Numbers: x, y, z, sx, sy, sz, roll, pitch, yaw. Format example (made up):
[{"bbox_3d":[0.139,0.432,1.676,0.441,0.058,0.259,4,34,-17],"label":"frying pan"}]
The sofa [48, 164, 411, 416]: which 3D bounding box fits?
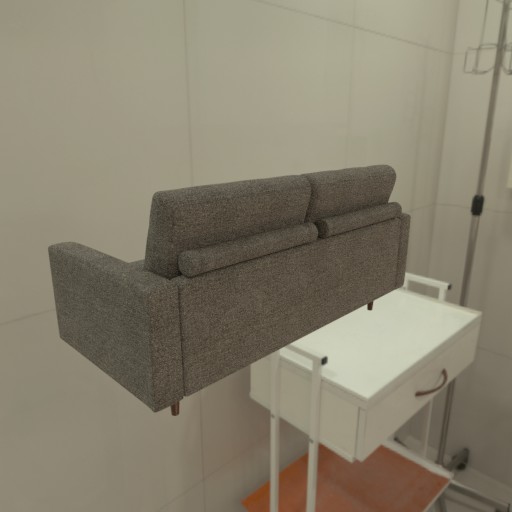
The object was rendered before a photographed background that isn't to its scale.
[{"bbox_3d":[0.000,0.000,2.356,0.863,0.902,1.821,16,23,42],"label":"sofa"}]
